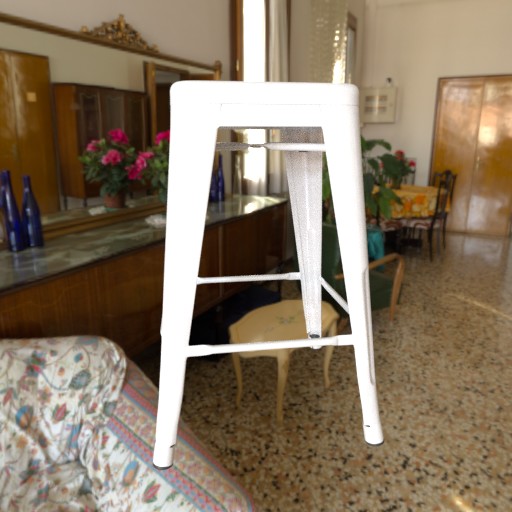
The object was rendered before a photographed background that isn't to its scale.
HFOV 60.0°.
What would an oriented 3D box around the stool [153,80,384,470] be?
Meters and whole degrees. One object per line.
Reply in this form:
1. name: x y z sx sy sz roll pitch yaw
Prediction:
1. stool: 0.000 0.000 0.868 0.406 0.610 0.406 -2 15 -9
